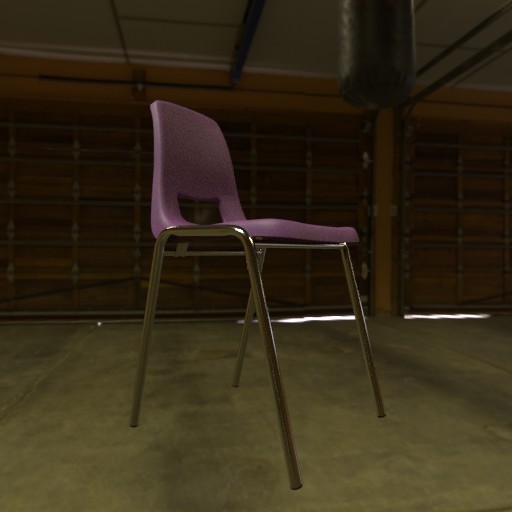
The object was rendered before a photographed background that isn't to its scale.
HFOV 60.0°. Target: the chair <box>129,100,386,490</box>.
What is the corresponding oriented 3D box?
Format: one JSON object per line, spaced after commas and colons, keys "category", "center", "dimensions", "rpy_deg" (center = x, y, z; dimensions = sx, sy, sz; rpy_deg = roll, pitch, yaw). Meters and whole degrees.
{"category": "chair", "center": [0.000, 0.000, 0.937], "dimensions": [0.432, 0.704, 0.381], "rpy_deg": [0, 0, 36]}
